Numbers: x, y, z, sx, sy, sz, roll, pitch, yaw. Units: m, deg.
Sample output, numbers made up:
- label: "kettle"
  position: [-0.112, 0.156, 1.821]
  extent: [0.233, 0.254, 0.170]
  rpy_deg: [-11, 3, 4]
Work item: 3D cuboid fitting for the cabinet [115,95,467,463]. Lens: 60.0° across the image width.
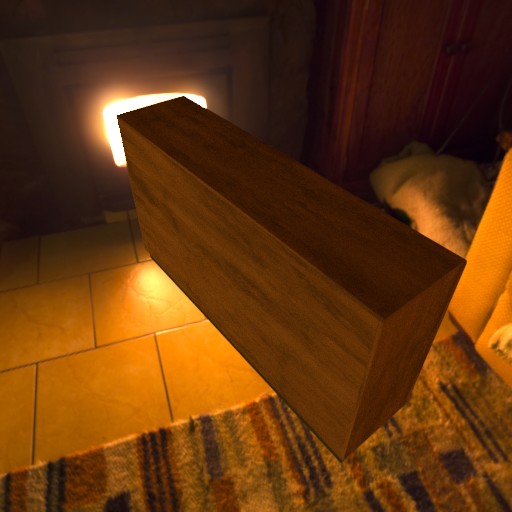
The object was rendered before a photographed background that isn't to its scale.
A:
- label: "cabinet"
  position: [0.000, 0.000, 2.014]
  extent: [0.420, 0.900, 1.600]
  rpy_deg: [-28, 49, -28]
